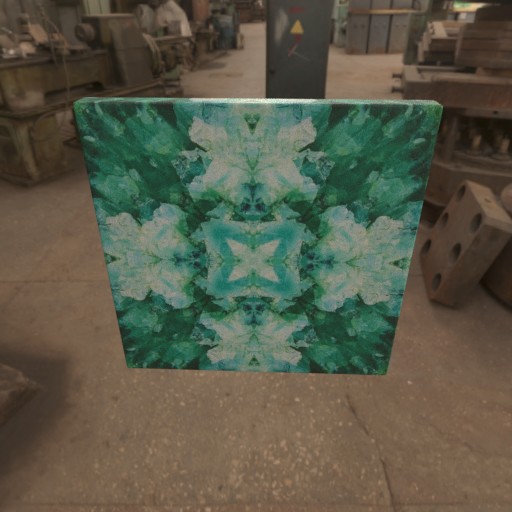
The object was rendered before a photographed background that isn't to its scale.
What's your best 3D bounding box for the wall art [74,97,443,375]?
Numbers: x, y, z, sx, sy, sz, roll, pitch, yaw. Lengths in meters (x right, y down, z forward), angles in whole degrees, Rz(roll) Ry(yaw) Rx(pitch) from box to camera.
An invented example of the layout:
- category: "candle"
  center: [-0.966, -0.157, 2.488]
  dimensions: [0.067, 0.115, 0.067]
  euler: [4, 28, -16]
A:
- category: "wall art"
  center: [0.000, 0.000, 0.751]
  dimensions: [0.507, 0.508, 0.038]
  euler: [1, 31, 2]
